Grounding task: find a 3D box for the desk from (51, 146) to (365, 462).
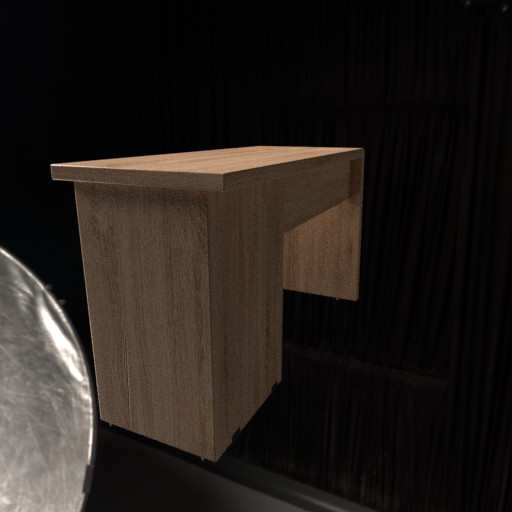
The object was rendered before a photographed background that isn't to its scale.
[{"bbox_3d":[0.000,0.000,1.659,0.500,0.750,1.300,8,18,25],"label":"desk"}]
